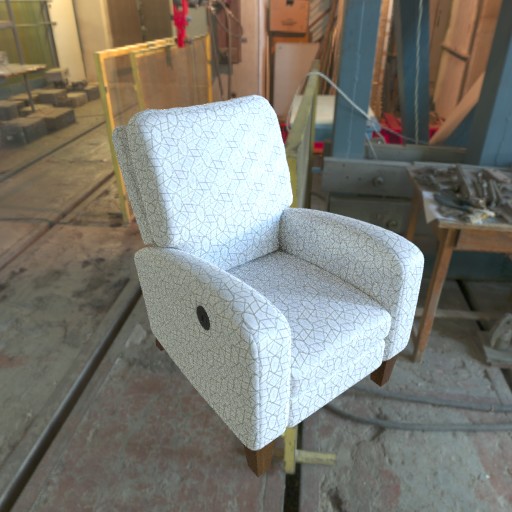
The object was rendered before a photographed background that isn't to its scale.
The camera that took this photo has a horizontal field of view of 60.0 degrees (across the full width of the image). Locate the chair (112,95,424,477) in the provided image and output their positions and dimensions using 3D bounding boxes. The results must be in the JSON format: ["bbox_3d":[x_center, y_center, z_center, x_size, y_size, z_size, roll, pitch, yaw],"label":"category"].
[{"bbox_3d":[0.000,0.000,1.737,0.796,1.064,0.995,-21,36,-32],"label":"chair"}]
